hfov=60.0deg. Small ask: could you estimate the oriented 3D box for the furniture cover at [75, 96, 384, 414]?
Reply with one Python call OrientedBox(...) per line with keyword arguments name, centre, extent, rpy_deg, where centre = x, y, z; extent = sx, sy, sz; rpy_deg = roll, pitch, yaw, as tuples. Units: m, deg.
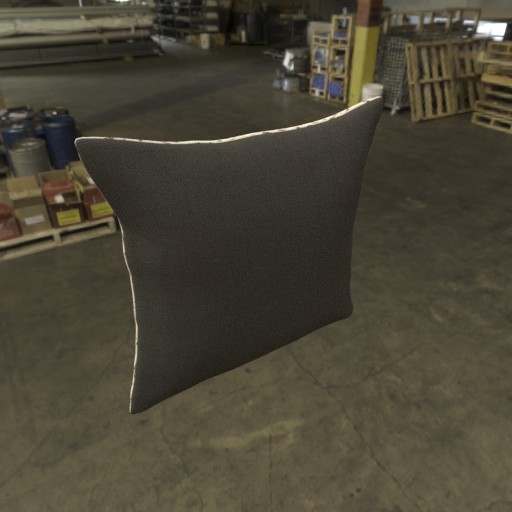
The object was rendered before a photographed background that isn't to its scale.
OrientedBox(name="furniture cover", centre=(0.000, 0.000, 0.780), extent=(0.525, 0.498, 0.180), rpy_deg=(-18, 36, -27))
